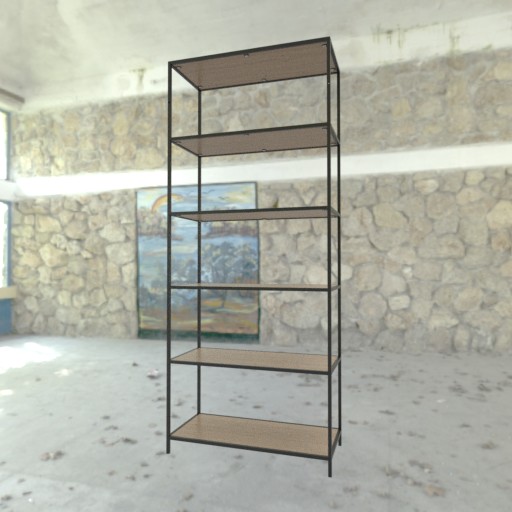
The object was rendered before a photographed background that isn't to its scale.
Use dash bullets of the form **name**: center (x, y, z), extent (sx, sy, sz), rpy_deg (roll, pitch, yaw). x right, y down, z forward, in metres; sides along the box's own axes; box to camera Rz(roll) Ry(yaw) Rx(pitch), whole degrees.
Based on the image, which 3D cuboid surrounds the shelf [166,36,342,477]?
- **shelf**: center (0.000, 0.000, 2.141), extent (0.770, 1.850, 0.350), rpy_deg (0, -1, 18)
